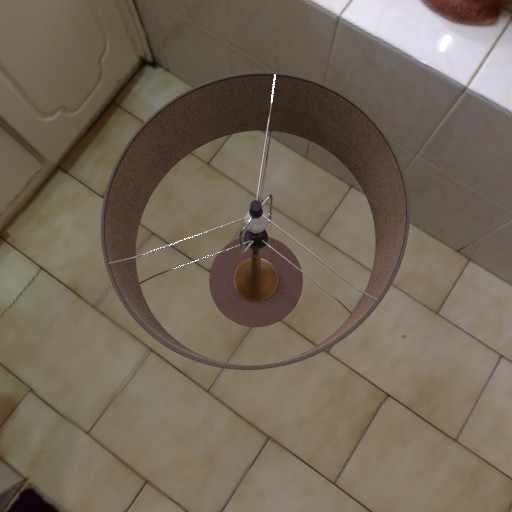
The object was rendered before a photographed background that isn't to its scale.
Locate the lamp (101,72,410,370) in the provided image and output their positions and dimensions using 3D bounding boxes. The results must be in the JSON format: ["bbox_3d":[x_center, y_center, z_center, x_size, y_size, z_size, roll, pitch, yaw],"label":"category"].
[{"bbox_3d":[0.000,0.000,0.837,0.396,0.551,0.417,36,79,8],"label":"lamp"}]
